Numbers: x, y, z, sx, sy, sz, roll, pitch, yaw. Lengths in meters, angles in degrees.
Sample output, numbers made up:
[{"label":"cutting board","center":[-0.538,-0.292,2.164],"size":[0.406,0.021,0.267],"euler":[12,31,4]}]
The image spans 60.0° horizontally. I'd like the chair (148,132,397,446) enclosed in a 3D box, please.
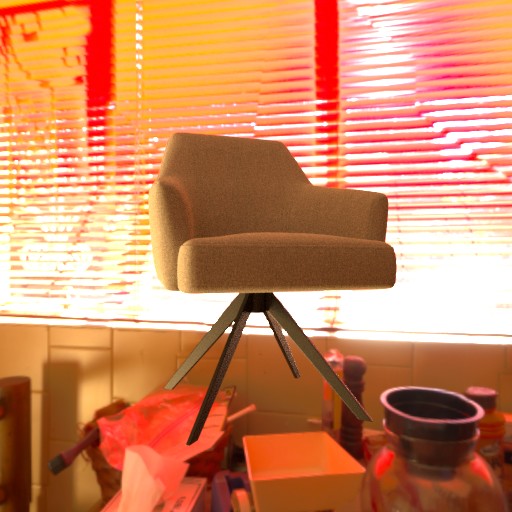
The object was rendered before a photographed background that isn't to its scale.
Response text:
[{"label":"chair","center":[0.000,0.000,1.326],"size":[0.642,0.874,0.677],"euler":[0,0,-18]}]
